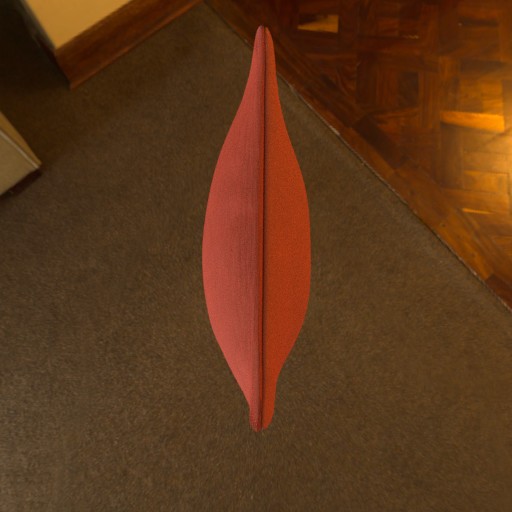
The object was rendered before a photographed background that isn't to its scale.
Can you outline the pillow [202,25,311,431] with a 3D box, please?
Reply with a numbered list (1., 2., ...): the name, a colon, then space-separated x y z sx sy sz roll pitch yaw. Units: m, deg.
1. pillow: 0.000 0.000 0.642 0.151 0.416 0.435 1 75 0
